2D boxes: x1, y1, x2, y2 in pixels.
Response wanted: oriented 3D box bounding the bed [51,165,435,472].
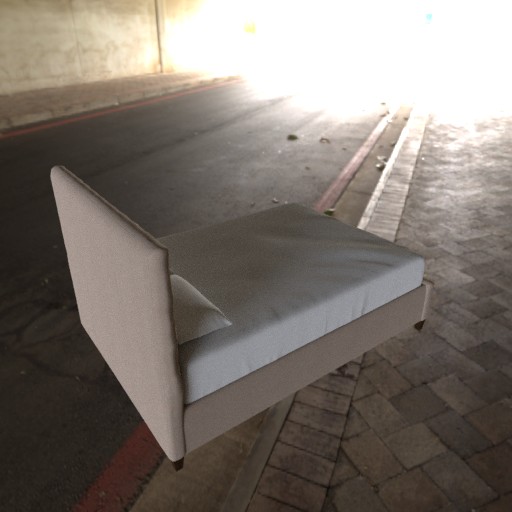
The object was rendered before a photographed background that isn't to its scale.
[{"bbox_3d":[0.000,0.000,3.434,2.387,1.427,1.698,-18,32,-32],"label":"bed"}]
